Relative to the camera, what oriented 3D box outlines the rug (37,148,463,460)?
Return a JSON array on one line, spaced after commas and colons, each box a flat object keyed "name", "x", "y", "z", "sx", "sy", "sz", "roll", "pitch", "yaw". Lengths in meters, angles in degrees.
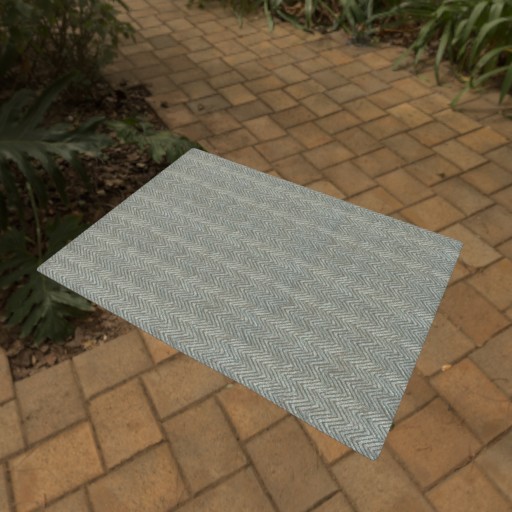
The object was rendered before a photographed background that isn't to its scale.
[{"name": "rug", "x": 0.000, "y": 0.000, "z": 5.054, "sx": 3.957, "sy": 0.011, "sz": 2.894, "roll": 23, "pitch": 50, "yaw": 21}]
